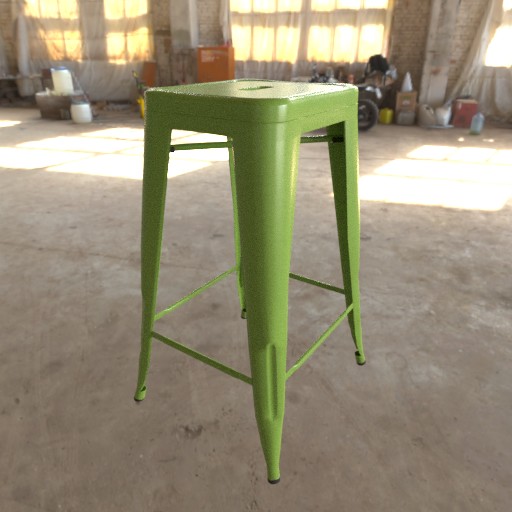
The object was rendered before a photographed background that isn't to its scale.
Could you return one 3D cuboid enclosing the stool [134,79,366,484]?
[{"bbox_3d":[0.000,0.000,0.850,0.358,0.609,0.398,17,31,31],"label":"stool"}]
